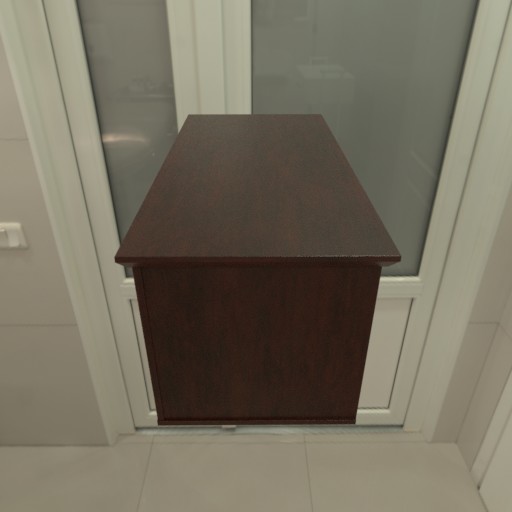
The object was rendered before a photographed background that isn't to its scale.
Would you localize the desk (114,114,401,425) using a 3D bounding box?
[{"bbox_3d":[0.000,0.000,1.685,0.612,0.758,1.277,0,31,0],"label":"desk"}]
